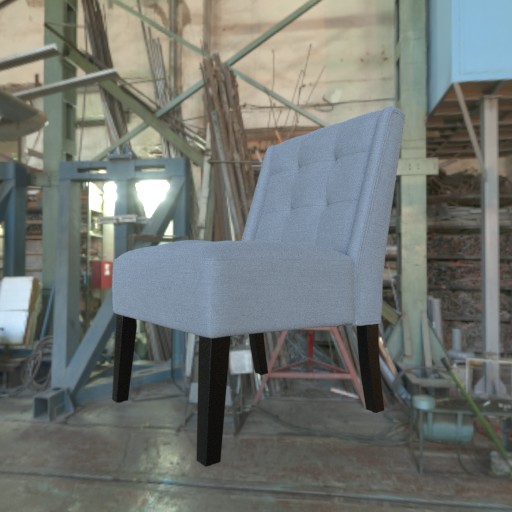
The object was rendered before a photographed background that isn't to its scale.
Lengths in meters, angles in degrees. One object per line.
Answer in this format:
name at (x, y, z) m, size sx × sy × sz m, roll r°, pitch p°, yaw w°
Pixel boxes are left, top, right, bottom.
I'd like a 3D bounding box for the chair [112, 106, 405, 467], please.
chair at (0.000, 0.000, 1.288) m, size 0.676 × 0.853 × 0.569 m, roll 1°, pitch -1°, yaw -37°
